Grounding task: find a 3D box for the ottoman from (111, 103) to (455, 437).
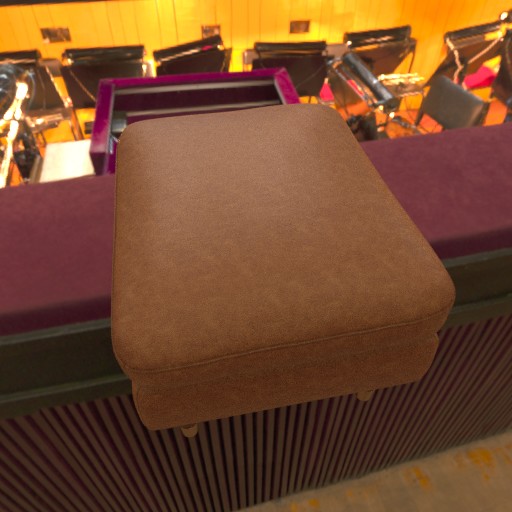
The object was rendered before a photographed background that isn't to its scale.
[{"bbox_3d":[0.000,0.000,1.061,0.593,0.478,0.747,-9,46,-8],"label":"ottoman"}]
